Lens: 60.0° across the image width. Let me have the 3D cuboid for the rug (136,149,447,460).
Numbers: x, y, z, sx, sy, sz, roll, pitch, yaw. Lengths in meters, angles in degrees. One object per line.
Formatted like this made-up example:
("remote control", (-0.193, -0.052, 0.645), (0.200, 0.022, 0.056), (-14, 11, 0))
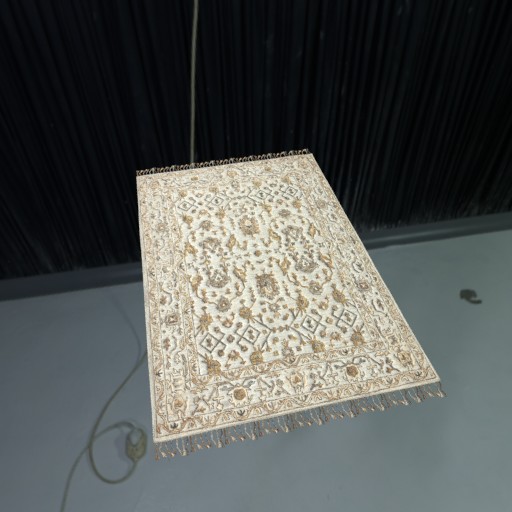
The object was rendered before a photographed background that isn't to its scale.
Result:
("rug", (0.000, 0.000, 3.025), (1.529, 0.027, 2.434), (-9, 46, -9))
